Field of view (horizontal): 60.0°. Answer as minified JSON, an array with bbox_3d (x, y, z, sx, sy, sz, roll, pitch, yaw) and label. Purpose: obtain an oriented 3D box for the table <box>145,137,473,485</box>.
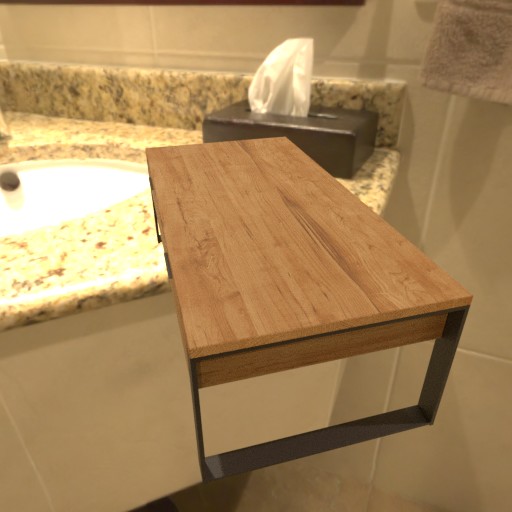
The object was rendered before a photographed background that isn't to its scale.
[{"bbox_3d":[0.000,0.000,1.424,0.590,0.400,1.180,-8,32,-13],"label":"table"}]
